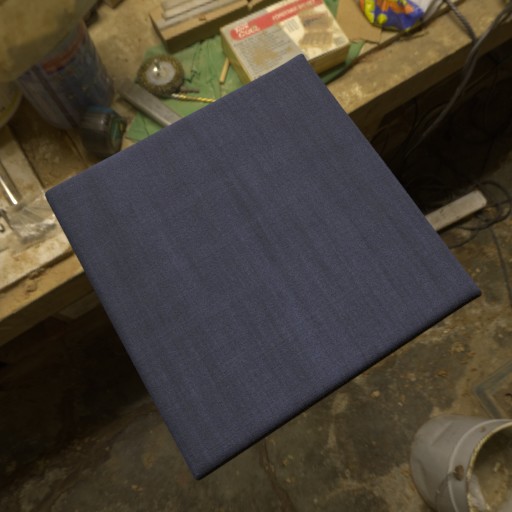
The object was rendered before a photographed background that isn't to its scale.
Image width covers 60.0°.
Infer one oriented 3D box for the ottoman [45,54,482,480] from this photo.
[{"bbox_3d":[0.000,0.000,1.369,0.889,0.411,0.890,-31,77,-8],"label":"ottoman"}]
